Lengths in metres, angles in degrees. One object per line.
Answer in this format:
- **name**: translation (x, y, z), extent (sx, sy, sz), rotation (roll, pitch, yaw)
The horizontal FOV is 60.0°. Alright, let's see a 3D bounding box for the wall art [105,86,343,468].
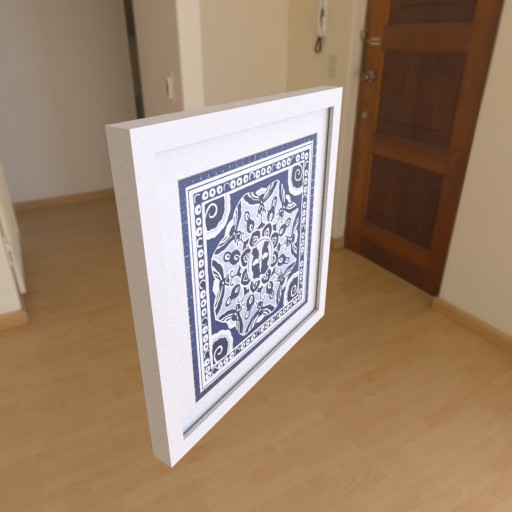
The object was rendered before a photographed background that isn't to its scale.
- **wall art**: translation (0.000, 0.000, 0.533), extent (0.027, 0.355, 0.355), rotation (17, 31, 31)
